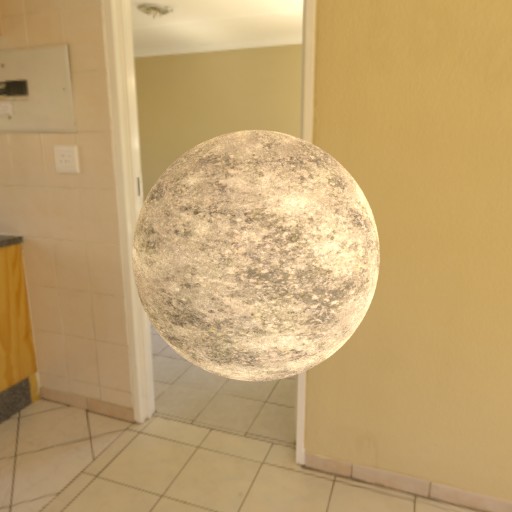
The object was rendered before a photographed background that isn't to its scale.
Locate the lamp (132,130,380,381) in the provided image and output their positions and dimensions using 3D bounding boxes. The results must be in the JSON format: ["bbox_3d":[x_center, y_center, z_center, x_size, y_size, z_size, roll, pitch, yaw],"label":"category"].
[{"bbox_3d":[0.000,0.000,0.784,0.422,0.429,0.422,0,14,0],"label":"lamp"}]
